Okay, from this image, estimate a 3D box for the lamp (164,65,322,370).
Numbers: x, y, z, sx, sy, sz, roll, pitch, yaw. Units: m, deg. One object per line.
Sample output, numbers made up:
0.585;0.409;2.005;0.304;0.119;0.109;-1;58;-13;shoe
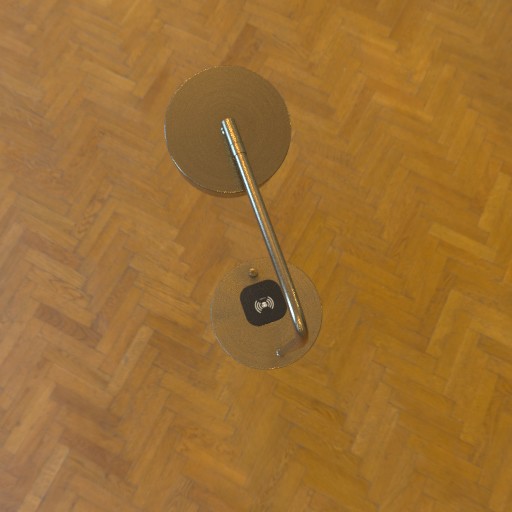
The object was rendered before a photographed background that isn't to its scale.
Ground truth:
0.000;0.000;0.528;0.171;0.380;0.270;-18;77;-4;lamp
